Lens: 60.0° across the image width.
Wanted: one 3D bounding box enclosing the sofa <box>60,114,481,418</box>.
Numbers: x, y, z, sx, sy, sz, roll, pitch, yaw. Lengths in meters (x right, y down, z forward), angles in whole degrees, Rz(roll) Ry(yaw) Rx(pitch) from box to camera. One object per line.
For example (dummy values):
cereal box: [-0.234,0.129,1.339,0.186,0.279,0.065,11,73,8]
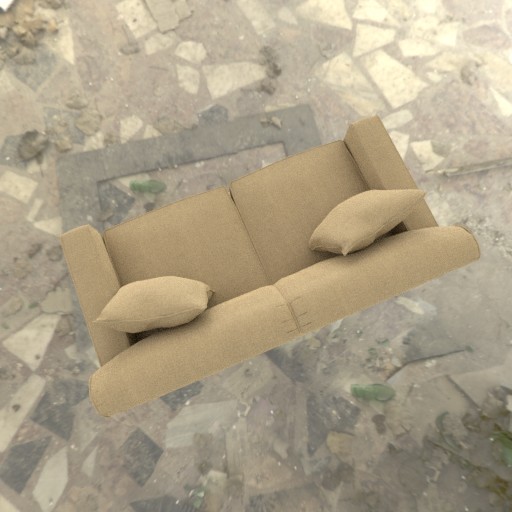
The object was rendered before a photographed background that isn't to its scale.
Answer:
sofa: [0.000,0.000,2.420,1.846,0.958,0.998,-22,77,-5]
